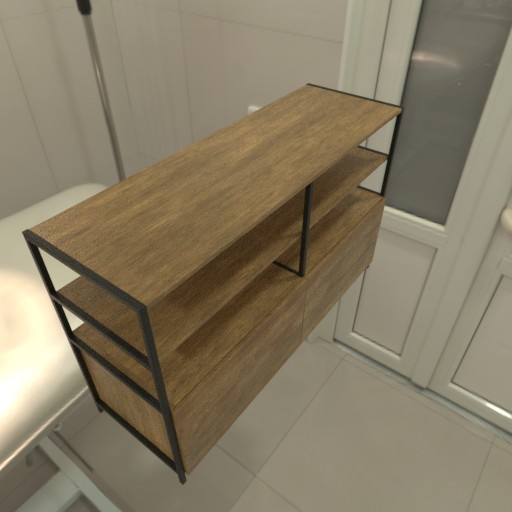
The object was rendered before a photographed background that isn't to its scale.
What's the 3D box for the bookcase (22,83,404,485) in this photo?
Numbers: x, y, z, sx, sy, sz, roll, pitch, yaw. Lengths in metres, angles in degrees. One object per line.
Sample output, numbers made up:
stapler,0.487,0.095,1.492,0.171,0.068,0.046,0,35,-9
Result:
bookcase,0.000,0.000,1.437,0.391,0.712,1.149,26,47,28
